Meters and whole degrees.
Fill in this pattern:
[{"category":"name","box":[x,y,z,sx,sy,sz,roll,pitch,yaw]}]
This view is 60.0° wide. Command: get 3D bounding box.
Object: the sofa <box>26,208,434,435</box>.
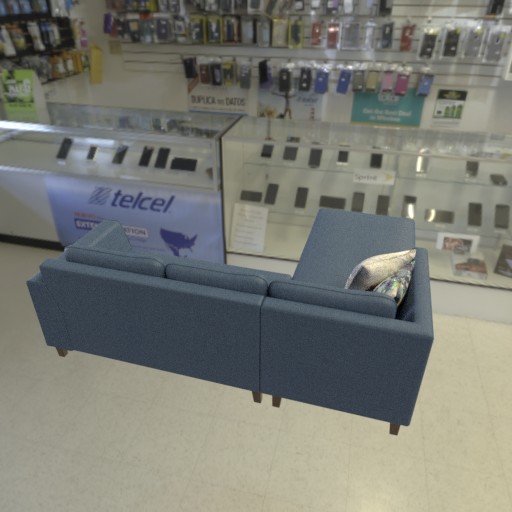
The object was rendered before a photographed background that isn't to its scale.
[{"category":"sofa","box":[0.000,0.000,3.045,2.120,0.787,1.829,9,33,14]}]
